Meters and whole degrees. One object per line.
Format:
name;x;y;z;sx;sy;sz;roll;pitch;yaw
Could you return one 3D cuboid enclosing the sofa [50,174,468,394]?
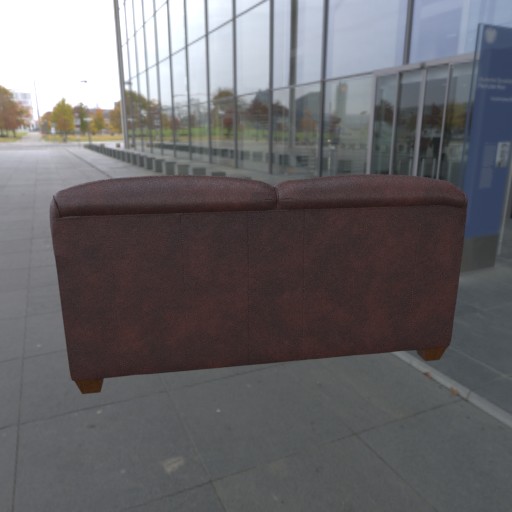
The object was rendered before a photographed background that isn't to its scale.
sofa;0.000;0.000;2.443;1.856;0.966;1.000;-3;16;-10
